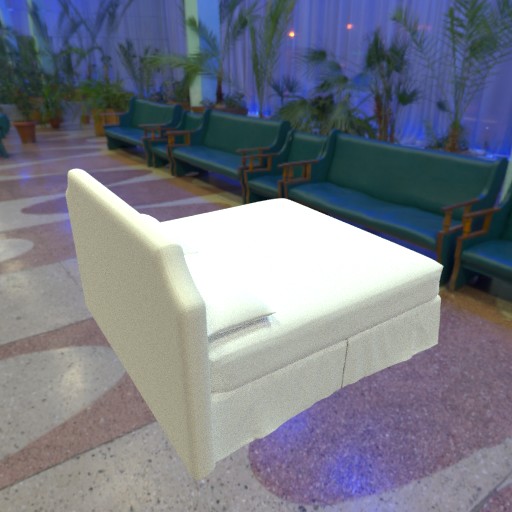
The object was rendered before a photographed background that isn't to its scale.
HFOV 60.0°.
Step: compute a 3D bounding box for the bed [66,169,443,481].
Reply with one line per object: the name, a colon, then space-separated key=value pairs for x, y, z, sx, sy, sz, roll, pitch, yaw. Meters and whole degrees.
bed: x=0.000 y=0.000 z=3.416 sx=2.204 sy=1.301 sz=2.160 roll=-16 pitch=29 yaw=-30
